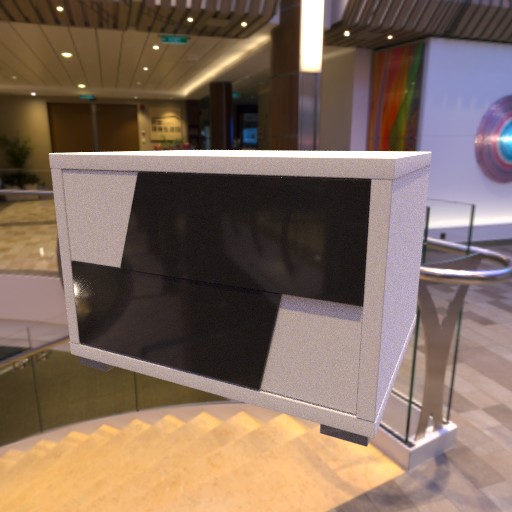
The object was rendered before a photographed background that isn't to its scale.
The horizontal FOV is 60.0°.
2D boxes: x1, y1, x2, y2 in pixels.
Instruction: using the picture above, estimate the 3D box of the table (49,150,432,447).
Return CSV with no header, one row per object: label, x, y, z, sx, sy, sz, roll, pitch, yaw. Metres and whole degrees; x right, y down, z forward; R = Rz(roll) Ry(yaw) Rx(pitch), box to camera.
table,0.000,0.000,0.787,0.517,0.357,0.399,7,16,25
